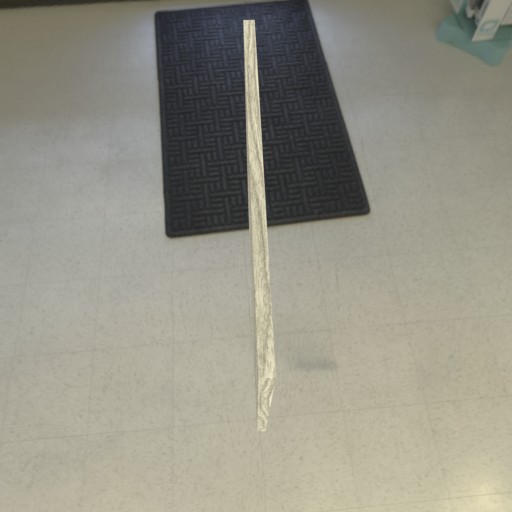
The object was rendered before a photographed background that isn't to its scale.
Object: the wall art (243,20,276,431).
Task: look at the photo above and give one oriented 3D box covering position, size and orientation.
[{"bbox_3d":[0.000,0.000,0.749,0.016,0.507,0.508,-2,63,-1],"label":"wall art"}]
